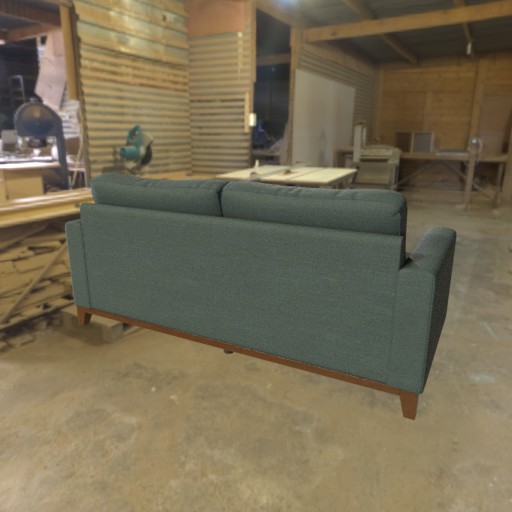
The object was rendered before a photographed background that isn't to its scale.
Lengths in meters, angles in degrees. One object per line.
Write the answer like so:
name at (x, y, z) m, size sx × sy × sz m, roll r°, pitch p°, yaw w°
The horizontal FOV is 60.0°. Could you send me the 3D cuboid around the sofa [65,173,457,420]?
sofa at (0.000, 0.000, 2.391) m, size 1.900 × 0.865 × 0.877 m, roll 8°, pitch 18°, yaw 27°
